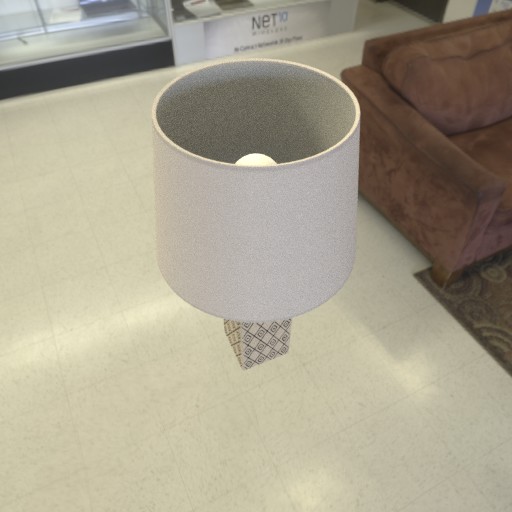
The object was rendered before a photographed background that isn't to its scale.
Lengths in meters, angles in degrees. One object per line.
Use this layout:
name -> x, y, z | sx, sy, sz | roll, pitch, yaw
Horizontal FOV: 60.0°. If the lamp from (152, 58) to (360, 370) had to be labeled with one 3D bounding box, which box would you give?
lamp -> 0.000, 0.000, 0.587 | 0.251, 0.435, 0.251 | 0, 48, 0
